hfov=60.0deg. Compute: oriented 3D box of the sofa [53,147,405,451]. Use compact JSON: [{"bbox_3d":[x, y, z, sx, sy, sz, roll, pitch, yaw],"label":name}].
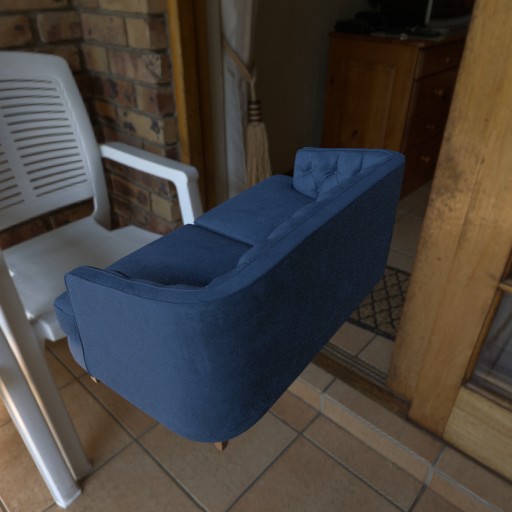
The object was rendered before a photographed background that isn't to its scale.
[{"bbox_3d":[0.000,0.000,2.237,0.941,0.854,1.733,22,39,30],"label":"sofa"}]
